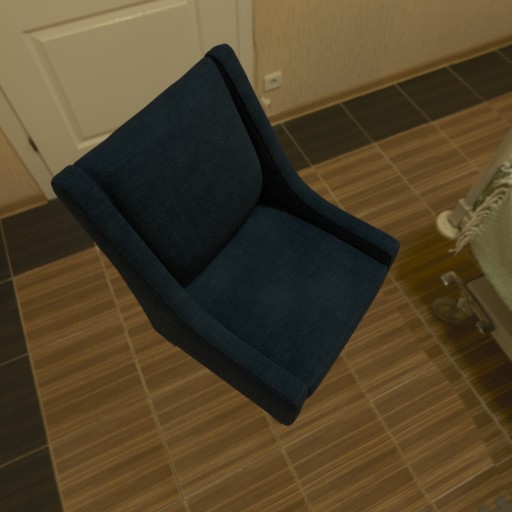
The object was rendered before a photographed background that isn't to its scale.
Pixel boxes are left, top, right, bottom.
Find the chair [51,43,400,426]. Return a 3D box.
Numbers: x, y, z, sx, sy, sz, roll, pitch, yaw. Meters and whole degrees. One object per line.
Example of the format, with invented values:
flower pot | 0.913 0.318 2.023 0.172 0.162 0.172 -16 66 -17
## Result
chair | 0.000 0.000 1.638 0.870 1.014 0.774 31 64 17
